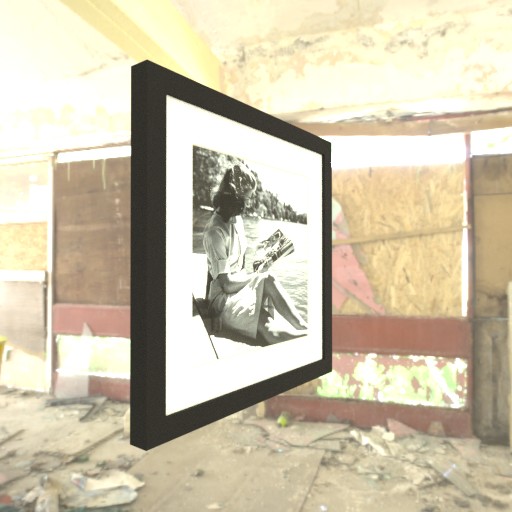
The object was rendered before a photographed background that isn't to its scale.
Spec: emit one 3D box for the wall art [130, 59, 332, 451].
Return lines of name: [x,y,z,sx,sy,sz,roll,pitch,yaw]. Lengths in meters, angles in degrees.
wall art: [0.000,0.000,0.711,0.030,0.458,0.462,0,-1,37]
